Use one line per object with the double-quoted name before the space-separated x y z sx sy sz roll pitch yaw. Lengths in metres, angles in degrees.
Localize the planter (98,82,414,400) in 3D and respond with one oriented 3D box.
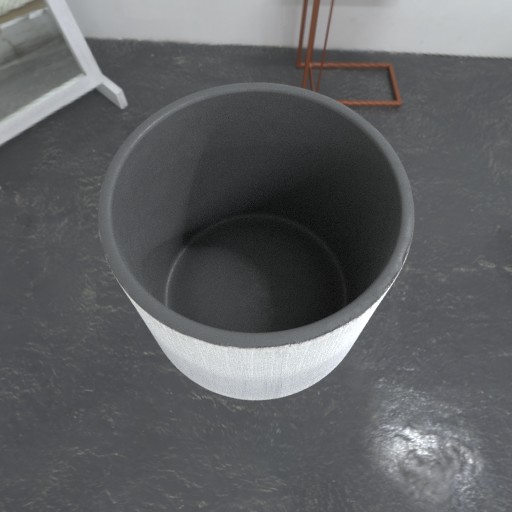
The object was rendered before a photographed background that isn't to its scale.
"planter" 0.000 0.000 0.448 0.254 0.221 0.254 0 63 0
